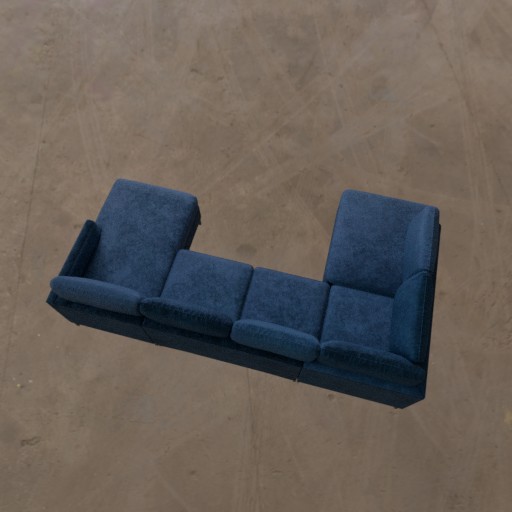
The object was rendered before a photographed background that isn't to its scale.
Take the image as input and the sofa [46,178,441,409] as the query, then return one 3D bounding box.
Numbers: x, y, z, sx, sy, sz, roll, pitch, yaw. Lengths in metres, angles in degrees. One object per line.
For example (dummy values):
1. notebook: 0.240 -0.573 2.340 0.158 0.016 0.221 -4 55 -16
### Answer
1. sofa: 0.000 0.000 4.440 3.434 0.992 2.055 13 64 6
